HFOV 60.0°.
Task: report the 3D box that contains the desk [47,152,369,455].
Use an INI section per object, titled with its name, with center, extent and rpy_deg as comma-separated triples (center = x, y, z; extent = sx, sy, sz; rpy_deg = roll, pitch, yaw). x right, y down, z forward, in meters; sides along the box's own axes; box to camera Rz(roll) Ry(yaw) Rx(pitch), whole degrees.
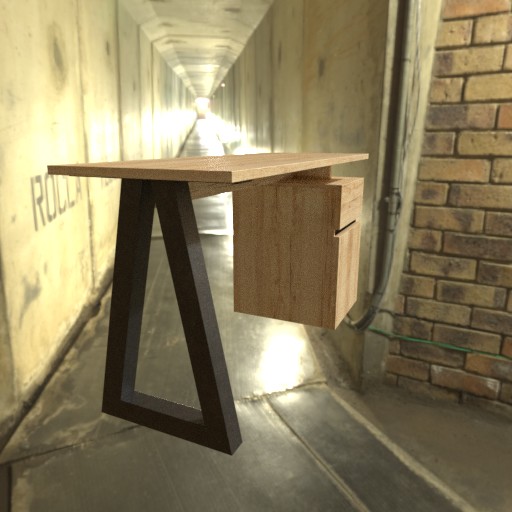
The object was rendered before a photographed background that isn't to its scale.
[desk]
center = 0.000, 0.000, 1.756
extent = 0.550, 0.760, 1.400
rpy_deg = 7, 16, 24
